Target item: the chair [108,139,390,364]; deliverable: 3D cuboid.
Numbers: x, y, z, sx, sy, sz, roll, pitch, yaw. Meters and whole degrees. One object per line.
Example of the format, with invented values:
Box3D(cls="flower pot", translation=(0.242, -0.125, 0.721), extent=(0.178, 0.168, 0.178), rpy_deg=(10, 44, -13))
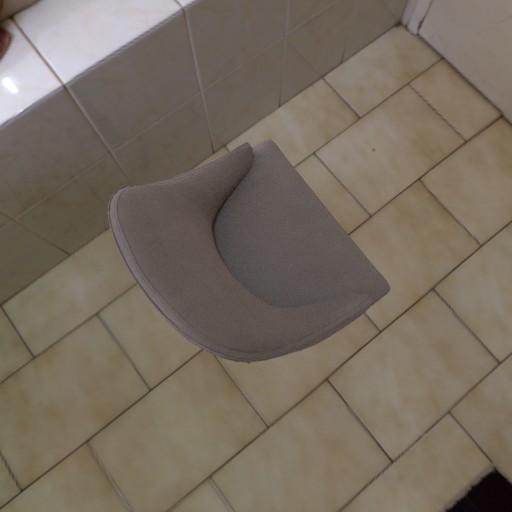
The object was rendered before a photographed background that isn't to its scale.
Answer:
Box3D(cls="chair", translation=(0.000, 0.000, 1.310), extent=(0.575, 0.889, 0.643), rpy_deg=(-35, 78, -8))
